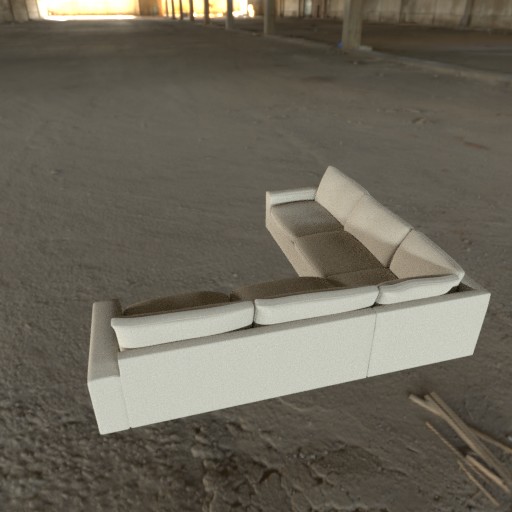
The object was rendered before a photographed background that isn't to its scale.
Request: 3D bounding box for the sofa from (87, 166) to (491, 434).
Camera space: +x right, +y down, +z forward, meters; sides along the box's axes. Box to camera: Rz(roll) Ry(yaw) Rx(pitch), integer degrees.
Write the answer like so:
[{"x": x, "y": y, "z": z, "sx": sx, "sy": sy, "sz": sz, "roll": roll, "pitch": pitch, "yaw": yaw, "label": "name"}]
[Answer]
[{"x": 0.000, "y": 0.000, "z": 4.681, "sx": 3.206, "sy": 0.918, "sz": 3.066, "roll": -8, "pitch": 30, "yaw": -13, "label": "sofa"}]
